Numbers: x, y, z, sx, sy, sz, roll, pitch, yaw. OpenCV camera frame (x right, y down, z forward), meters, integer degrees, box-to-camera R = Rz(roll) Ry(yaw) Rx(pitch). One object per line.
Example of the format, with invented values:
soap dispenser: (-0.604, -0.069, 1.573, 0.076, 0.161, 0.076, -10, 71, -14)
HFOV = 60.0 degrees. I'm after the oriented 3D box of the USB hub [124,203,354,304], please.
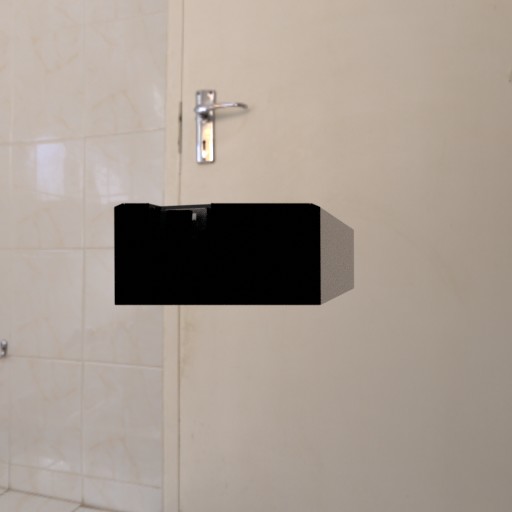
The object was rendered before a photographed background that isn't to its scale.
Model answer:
USB hub: (0.000, 0.000, 0.126, 0.044, 0.023, 0.110, 0, -1, 18)
